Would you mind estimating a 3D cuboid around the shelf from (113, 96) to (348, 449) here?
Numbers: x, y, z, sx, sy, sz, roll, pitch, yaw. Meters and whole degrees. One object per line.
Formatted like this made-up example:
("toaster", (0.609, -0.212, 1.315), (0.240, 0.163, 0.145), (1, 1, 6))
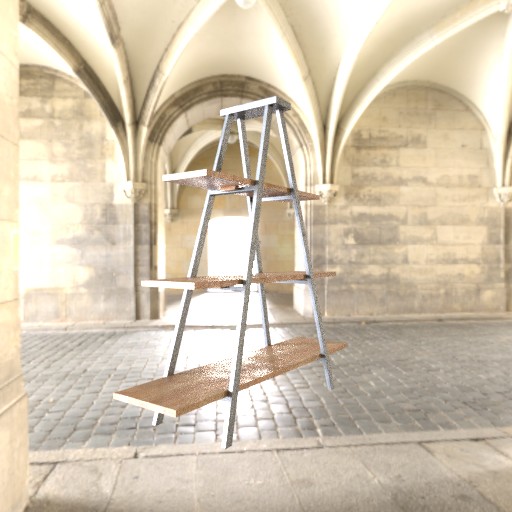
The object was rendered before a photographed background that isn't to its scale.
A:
("shelf", (0.000, 0.000, 2.700), (0.508, 1.808, 1.746), (0, 0, 36))
